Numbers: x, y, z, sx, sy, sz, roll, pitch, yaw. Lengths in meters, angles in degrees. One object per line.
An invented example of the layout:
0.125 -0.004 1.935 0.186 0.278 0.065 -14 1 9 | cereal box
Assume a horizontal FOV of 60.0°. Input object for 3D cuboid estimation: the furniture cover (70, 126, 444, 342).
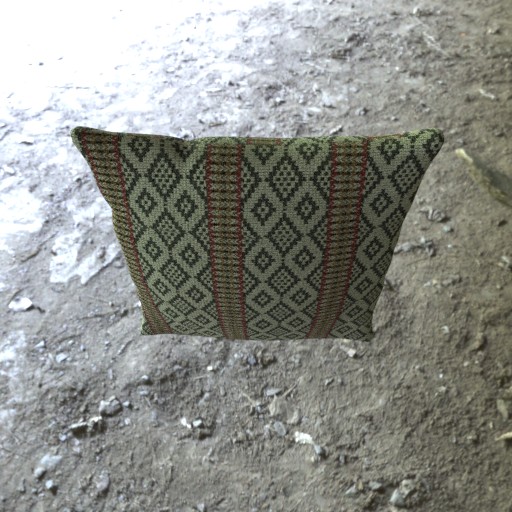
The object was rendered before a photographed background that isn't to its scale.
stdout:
0.000 0.000 0.780 0.503 0.506 0.182 1 48 1 | furniture cover
